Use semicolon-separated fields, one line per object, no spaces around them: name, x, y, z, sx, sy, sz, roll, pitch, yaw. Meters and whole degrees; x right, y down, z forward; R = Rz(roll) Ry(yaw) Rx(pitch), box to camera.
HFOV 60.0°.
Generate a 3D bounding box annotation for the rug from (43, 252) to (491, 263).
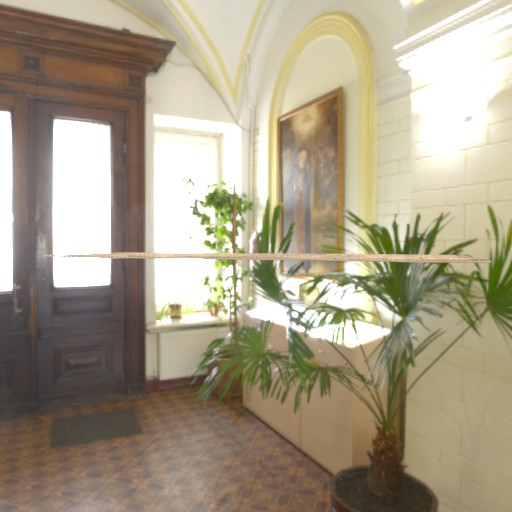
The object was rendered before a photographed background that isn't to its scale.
rug;0.000;0.000;2.655;2.383;0.018;0.857;1;2;18
